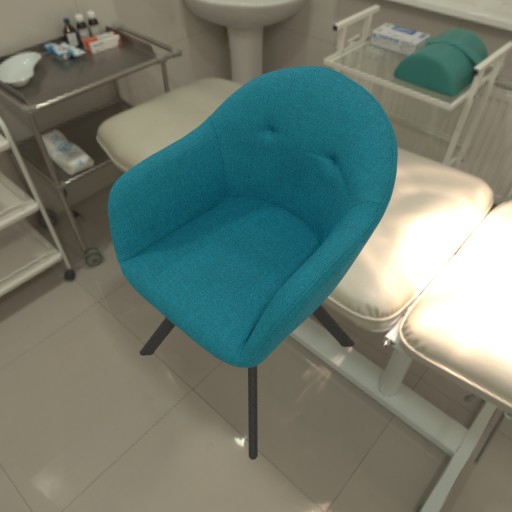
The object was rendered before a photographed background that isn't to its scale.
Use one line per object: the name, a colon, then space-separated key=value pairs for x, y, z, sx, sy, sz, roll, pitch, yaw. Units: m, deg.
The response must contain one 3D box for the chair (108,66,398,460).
chair: x=0.000 y=0.000 z=1.130 sx=0.545 sy=0.775 sz=0.565 roll=33 pitch=55 yaw=27
